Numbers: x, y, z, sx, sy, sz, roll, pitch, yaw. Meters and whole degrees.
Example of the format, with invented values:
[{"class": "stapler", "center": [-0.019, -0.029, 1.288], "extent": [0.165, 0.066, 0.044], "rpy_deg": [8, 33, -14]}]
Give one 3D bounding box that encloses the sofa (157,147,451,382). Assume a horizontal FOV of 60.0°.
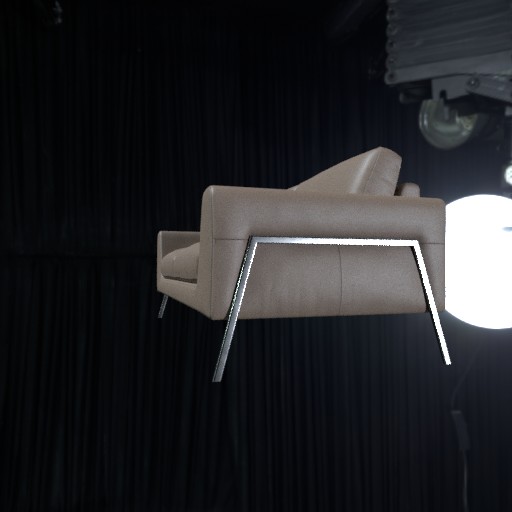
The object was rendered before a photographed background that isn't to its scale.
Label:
[{"class": "sofa", "center": [0.000, 0.000, 2.524], "extent": [0.953, 0.875, 2.017], "rpy_deg": [1, -2, -17]}]
